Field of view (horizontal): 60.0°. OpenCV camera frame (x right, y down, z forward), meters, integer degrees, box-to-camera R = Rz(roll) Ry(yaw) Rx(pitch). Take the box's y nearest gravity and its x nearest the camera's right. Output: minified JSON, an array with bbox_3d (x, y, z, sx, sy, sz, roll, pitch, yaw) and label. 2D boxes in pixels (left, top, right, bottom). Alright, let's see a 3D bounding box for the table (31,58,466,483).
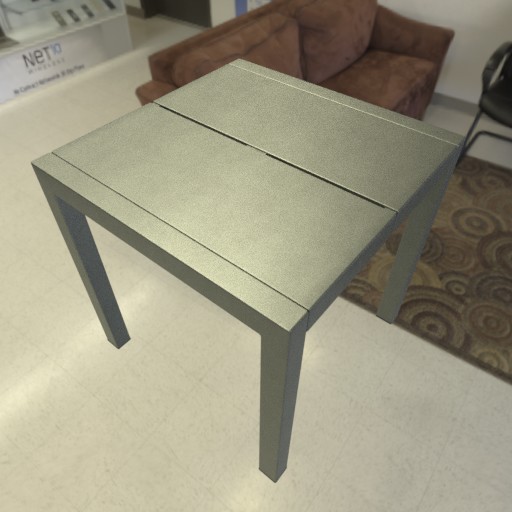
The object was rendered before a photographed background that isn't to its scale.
[{"bbox_3d":[0.000,0.000,0.906,0.508,0.508,0.508,30,53,26],"label":"table"}]
